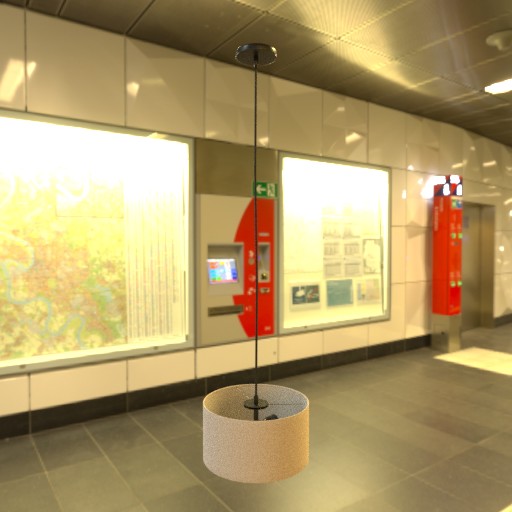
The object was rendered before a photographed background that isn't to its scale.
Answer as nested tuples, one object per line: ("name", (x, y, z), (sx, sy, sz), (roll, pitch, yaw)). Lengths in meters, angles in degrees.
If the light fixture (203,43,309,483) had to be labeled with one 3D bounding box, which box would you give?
("light fixture", (0.000, 0.000, 1.667), (0.399, 1.516, 0.399), (0, 1, 0))
